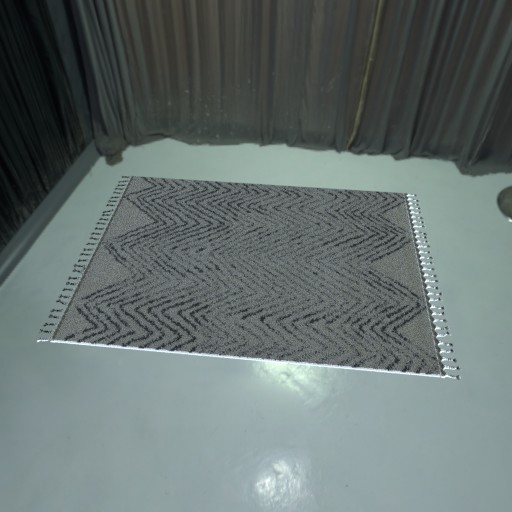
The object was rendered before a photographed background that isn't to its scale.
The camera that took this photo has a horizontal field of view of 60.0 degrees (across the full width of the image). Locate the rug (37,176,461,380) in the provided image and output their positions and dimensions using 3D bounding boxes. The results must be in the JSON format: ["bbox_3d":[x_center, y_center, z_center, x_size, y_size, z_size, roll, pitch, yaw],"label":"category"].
[{"bbox_3d":[0.000,0.000,2.304,1.847,0.014,1.230,4,46,4],"label":"rug"}]
